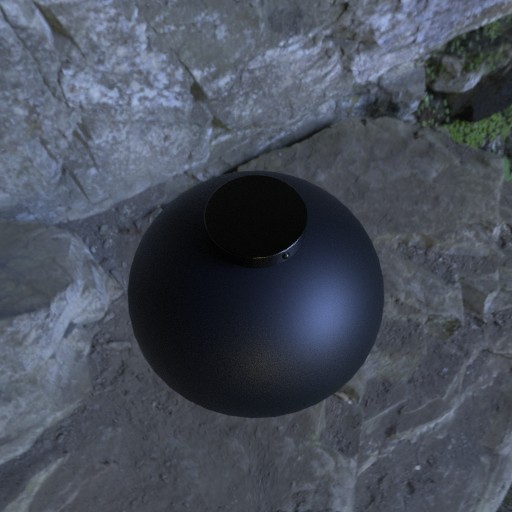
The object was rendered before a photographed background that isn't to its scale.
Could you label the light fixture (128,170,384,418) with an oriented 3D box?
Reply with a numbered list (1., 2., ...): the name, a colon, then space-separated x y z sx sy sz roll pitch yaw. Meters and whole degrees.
1. light fixture: 0.000 0.000 0.556 0.355 0.177 0.355 0 59 0
